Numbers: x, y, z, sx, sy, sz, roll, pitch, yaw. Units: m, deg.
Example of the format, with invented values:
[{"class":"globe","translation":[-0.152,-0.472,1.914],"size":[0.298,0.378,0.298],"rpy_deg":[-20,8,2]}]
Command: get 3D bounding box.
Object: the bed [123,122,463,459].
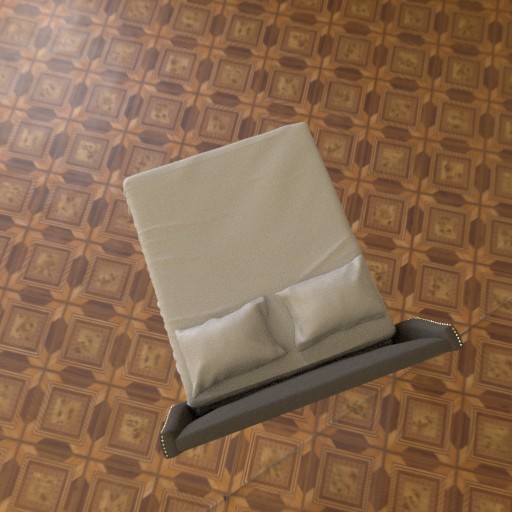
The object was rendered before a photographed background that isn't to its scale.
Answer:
[{"class":"bed","translation":[0.000,0.000,3.503],"size":[1.925,1.332,2.276],"rpy_deg":[-19,76,-5]}]
